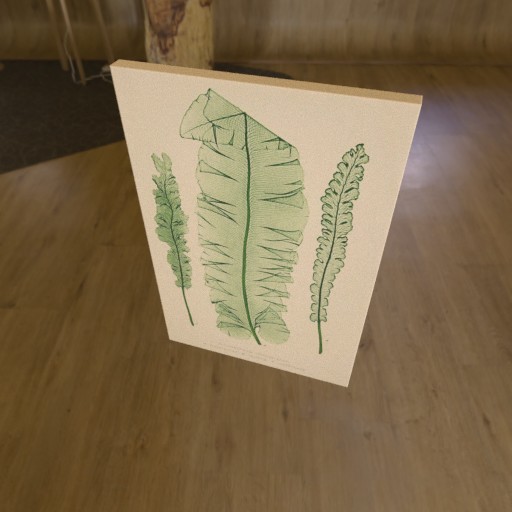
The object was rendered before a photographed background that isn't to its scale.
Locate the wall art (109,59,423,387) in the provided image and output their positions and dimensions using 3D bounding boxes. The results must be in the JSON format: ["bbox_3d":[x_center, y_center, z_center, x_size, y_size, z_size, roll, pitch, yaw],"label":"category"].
[{"bbox_3d":[0.000,0.000,1.155,0.610,0.914,0.038,12,44,13],"label":"wall art"}]
